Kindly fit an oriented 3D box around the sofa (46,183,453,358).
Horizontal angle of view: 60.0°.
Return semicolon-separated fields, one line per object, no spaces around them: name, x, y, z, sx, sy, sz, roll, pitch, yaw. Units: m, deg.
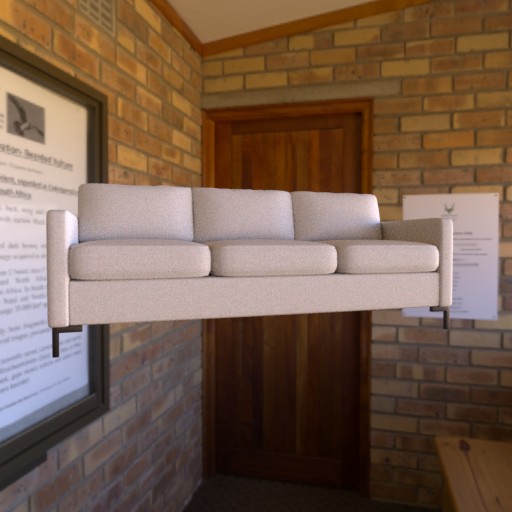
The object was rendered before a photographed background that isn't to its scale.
sofa;0.000;0.000;2.688;2.218;0.874;0.859;-1;2;-18
